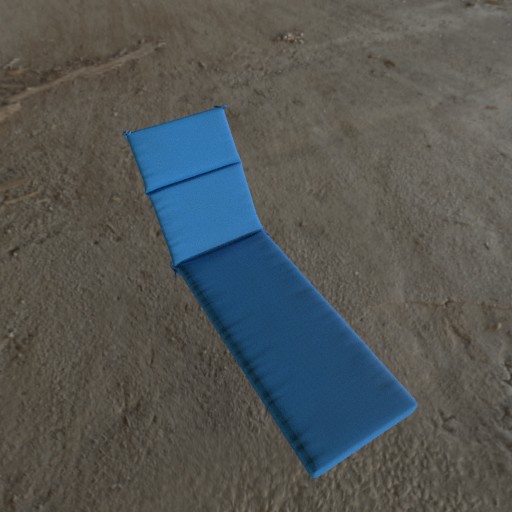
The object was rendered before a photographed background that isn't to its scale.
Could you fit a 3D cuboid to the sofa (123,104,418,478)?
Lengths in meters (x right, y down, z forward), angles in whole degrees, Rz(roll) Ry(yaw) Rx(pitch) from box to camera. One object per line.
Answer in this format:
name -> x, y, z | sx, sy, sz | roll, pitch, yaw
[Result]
sofa -> 0.000, 0.000, 1.972 | 0.582, 0.622, 1.663 | -24, 51, -21
